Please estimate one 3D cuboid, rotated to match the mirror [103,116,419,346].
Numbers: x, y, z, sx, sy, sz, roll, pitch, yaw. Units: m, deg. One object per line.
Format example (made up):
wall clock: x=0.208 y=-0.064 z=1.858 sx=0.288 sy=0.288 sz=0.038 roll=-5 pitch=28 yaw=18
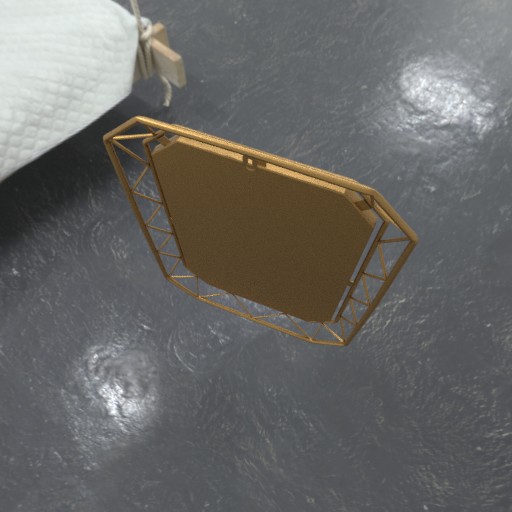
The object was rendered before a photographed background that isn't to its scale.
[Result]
mirror: x=0.000 y=0.000 z=0.735 sx=0.417 sy=0.566 sz=0.042 roll=20 pitch=65 yaw=10
